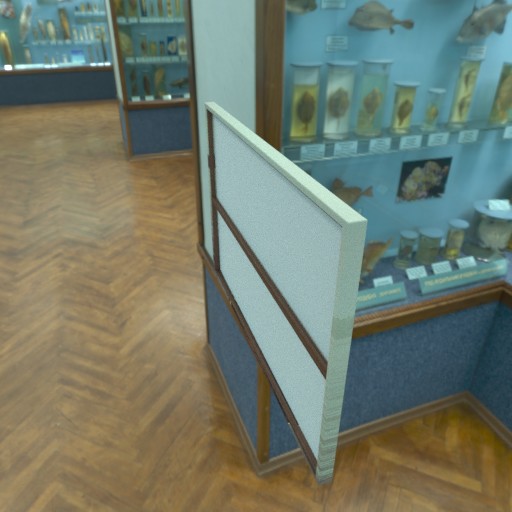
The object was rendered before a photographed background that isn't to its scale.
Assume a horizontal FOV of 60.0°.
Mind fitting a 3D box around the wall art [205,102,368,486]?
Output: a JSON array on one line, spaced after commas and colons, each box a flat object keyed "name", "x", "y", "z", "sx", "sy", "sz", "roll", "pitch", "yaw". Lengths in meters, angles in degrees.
[{"name": "wall art", "x": 0.000, "y": 0.000, "z": 1.450, "sx": 0.040, "sy": 0.765, "sz": 1.149, "roll": -9, "pitch": 31, "yaw": -16}]
